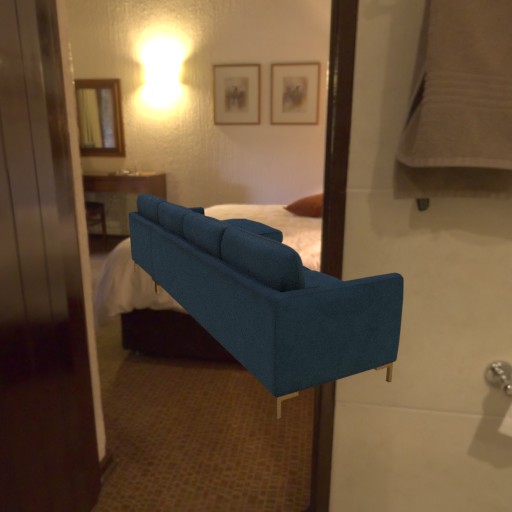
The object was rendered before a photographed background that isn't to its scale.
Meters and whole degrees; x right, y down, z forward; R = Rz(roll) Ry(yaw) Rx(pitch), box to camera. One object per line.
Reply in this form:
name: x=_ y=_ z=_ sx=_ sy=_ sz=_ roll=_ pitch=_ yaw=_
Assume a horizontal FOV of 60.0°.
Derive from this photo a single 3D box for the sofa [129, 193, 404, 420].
sofa: x=0.000 y=0.000 z=3.526 sx=1.350 sy=0.810 sz=2.932 roll=-8 pitch=16 yaw=-27
